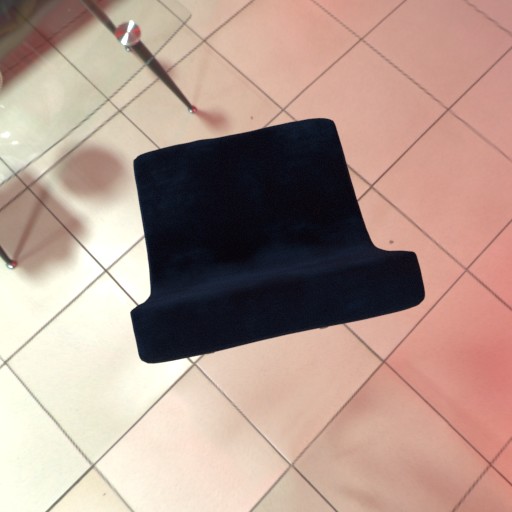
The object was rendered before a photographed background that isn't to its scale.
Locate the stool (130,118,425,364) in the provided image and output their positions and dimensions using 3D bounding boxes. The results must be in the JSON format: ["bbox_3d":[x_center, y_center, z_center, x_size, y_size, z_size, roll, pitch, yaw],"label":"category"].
[{"bbox_3d":[0.000,0.000,1.241,0.511,0.945,0.516,-12,76,-3],"label":"stool"}]
